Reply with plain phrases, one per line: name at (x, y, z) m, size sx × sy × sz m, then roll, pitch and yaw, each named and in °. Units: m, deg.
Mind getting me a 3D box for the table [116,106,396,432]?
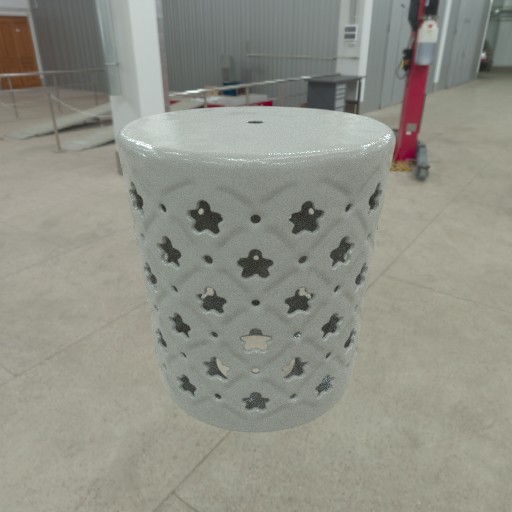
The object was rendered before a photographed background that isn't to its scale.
table at (0.000, 0.000, 0.658) m, size 0.352 × 0.387 × 0.352 m, roll 0°, pitch 26°, yaw 0°
